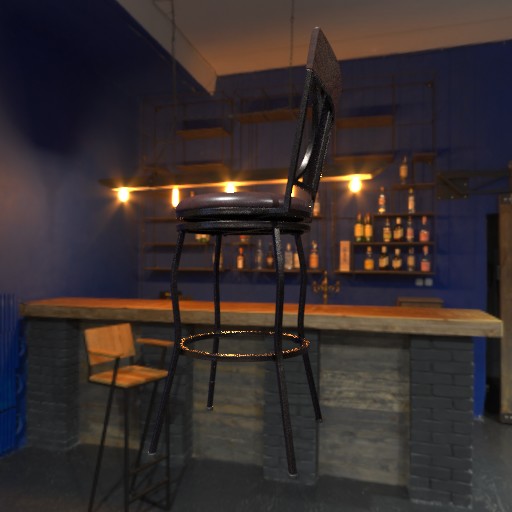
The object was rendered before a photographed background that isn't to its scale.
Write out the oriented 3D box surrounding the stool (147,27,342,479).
[{"bbox_3d":[0.000,0.000,1.375,0.513,1.130,0.448,0,0,17],"label":"stool"}]
